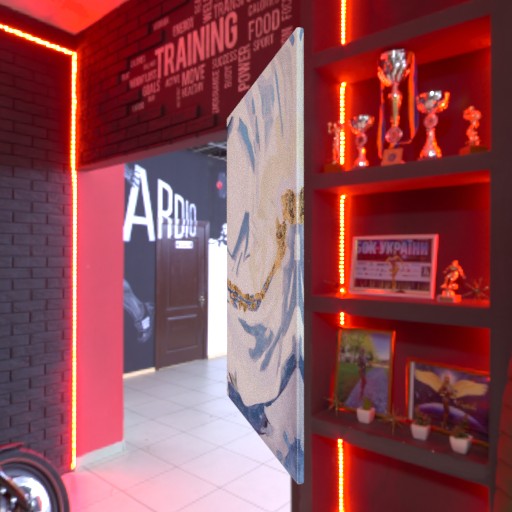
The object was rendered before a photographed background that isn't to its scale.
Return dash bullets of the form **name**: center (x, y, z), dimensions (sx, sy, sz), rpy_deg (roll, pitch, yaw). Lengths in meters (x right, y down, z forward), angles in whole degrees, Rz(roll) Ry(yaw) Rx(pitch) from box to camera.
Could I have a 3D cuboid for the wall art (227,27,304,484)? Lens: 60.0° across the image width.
- **wall art**: center (0.000, 0.000, 1.176), dimensions (0.016, 0.914, 0.610), rpy_deg (0, 0, -17)
